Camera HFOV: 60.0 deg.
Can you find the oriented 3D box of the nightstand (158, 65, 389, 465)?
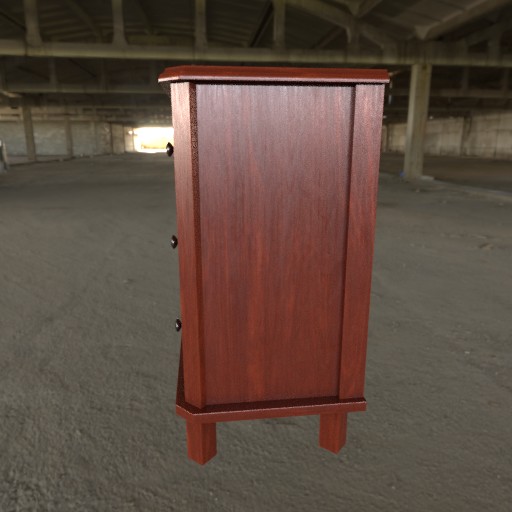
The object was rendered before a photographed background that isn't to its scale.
[{"bbox_3d":[0.000,0.000,0.935,0.351,0.681,0.435,-2,15,-7],"label":"nightstand"}]
